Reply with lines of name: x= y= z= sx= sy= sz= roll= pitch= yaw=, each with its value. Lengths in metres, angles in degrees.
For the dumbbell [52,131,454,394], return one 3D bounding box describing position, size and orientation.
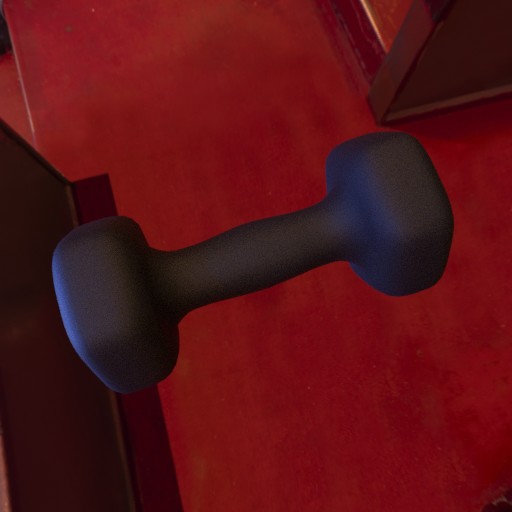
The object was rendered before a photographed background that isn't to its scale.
dumbbell: x=0.000 y=0.000 z=0.282 sx=0.231 sy=0.101 sz=0.112 roll=-18 pitch=77 yaw=-4
